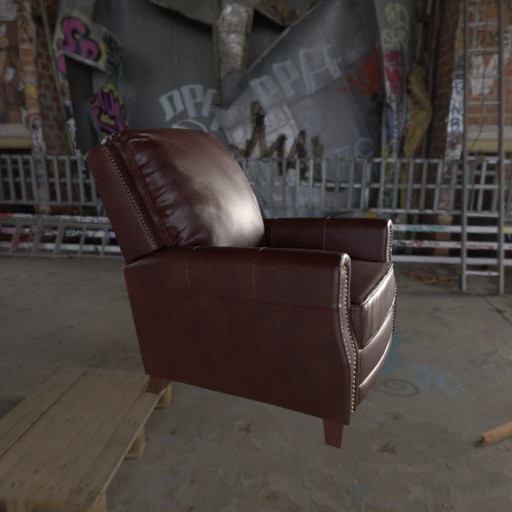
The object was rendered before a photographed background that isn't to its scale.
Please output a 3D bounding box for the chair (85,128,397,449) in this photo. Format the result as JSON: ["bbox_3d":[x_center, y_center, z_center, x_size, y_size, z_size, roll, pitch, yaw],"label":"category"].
[{"bbox_3d":[0.000,0.000,1.819,1.089,1.022,0.826,7,16,26],"label":"chair"}]
